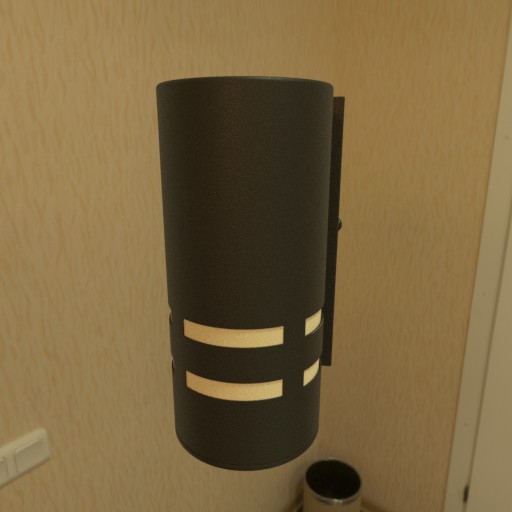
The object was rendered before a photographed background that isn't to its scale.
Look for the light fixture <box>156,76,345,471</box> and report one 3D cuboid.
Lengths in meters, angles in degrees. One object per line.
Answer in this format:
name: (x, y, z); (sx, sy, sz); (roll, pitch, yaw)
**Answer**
light fixture: (0.000, 0.000, 0.255); (0.098, 0.179, 0.138); (3, 16, 10)
